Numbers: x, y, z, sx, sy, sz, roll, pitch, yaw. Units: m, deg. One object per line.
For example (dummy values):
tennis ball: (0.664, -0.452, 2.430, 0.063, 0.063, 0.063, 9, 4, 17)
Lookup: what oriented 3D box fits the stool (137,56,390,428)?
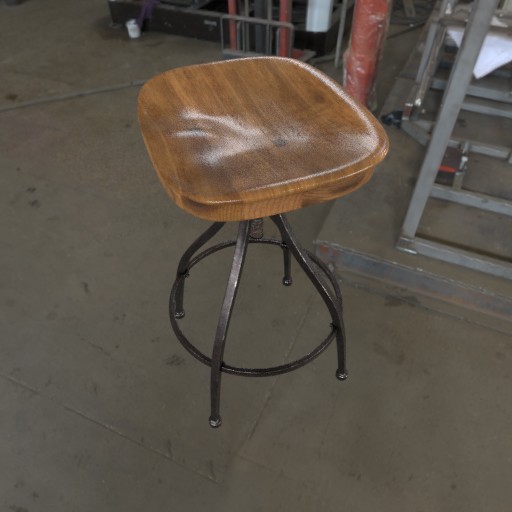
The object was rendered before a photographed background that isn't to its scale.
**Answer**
stool: (0.000, 0.000, 0.979, 0.424, 0.694, 0.432, -16, 48, -15)
